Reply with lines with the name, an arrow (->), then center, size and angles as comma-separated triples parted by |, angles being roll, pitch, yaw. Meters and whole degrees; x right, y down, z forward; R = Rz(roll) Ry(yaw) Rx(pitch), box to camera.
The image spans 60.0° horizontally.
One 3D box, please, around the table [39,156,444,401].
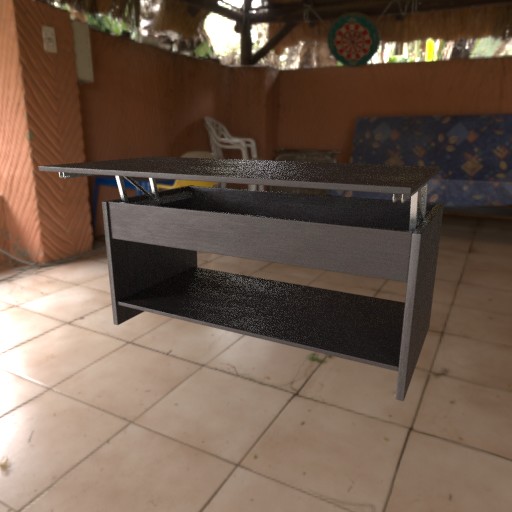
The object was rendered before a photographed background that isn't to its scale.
table -> 0.000, 0.000, 1.396 | 1.000, 0.570, 0.712 | 8, 18, 27
